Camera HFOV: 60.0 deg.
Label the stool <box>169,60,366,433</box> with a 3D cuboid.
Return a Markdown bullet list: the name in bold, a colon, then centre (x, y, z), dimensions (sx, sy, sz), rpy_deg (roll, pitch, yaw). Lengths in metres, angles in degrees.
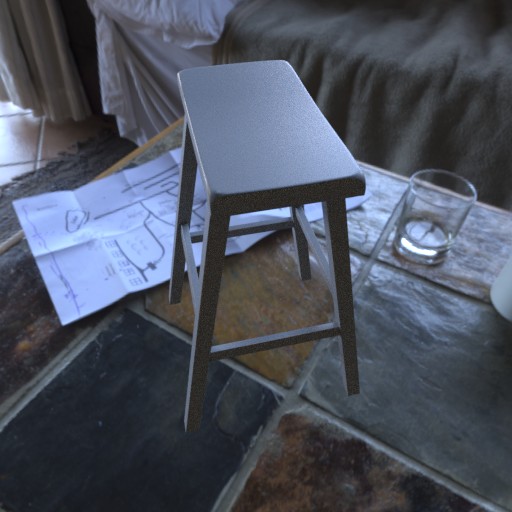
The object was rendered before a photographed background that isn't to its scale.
- **stool**: centre (0.000, 0.000, 1.062), dimensions (0.476, 0.737, 0.457), rpy_deg (-10, 47, -9)
